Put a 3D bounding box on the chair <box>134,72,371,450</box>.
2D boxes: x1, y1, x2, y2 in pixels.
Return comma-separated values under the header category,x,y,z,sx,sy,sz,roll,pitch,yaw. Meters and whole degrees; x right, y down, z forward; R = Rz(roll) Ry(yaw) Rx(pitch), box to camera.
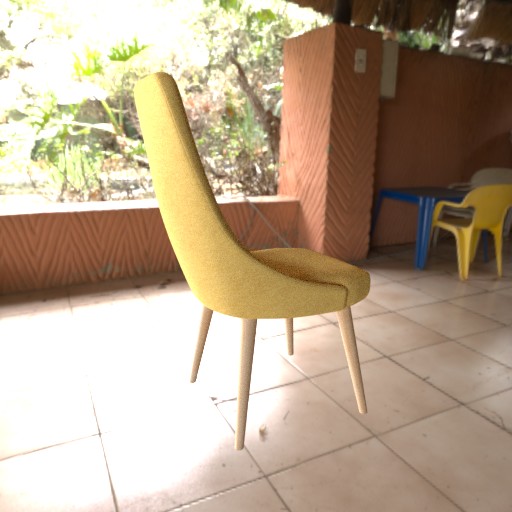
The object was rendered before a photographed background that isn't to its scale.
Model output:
category,x,y,z,sx,sy,sz,roll,pitch,yaw
chair,0.000,0.000,1.421,0.660,1.040,0.510,-7,16,-26
